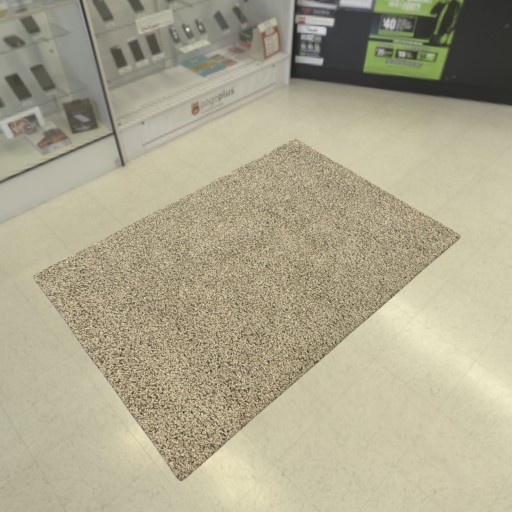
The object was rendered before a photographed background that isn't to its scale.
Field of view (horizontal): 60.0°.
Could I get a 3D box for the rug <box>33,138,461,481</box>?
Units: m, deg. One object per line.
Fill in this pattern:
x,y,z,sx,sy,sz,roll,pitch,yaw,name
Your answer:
0.000,0.000,2.211,1.778,0.030,1.219,-33,56,-27,rug
